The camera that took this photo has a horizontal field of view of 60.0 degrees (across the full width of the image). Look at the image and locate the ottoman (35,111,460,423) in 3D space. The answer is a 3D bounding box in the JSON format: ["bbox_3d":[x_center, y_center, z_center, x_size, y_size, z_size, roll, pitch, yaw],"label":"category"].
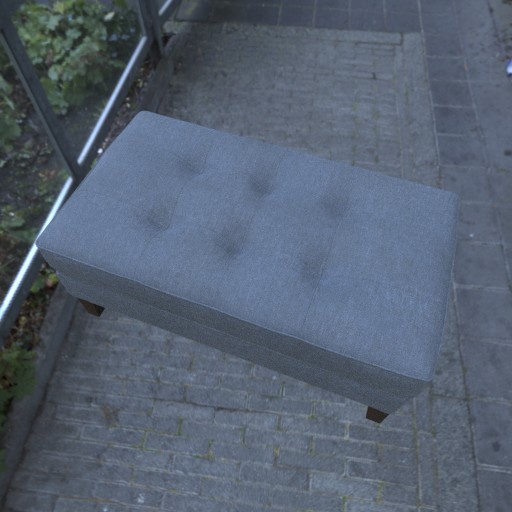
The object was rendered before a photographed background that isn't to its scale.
[{"bbox_3d":[0.000,0.000,1.465,1.143,0.514,0.648,18,59,11],"label":"ottoman"}]
